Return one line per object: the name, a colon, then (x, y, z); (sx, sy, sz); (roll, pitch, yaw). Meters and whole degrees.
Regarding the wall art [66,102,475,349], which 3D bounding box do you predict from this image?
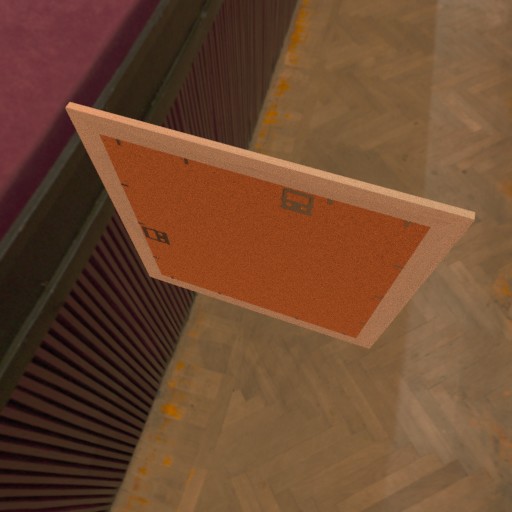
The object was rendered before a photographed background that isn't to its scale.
wall art: (0.000, 0.000, 0.860); (0.584, 0.584, 0.013); (17, 64, 9)
